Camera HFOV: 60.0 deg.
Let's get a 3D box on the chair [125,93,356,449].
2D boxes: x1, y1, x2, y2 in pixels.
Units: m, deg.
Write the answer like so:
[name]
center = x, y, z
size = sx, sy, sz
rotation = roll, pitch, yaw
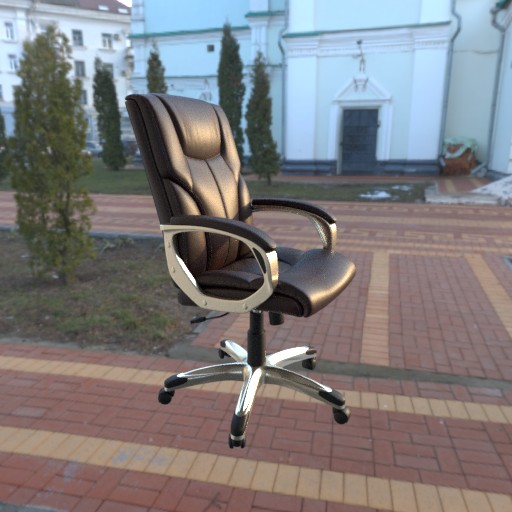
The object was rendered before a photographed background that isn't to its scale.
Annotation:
[chair]
center = 0.000, 0.000, 1.576
size = 0.739, 1.107, 0.662
rotation = 8, 16, 28
